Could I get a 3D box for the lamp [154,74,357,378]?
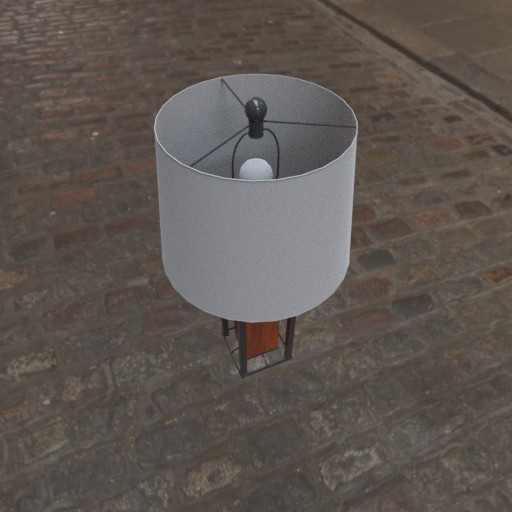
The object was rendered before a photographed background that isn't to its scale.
[{"bbox_3d":[0.000,0.000,0.783,0.320,0.591,0.320,0,47,0],"label":"lamp"}]
